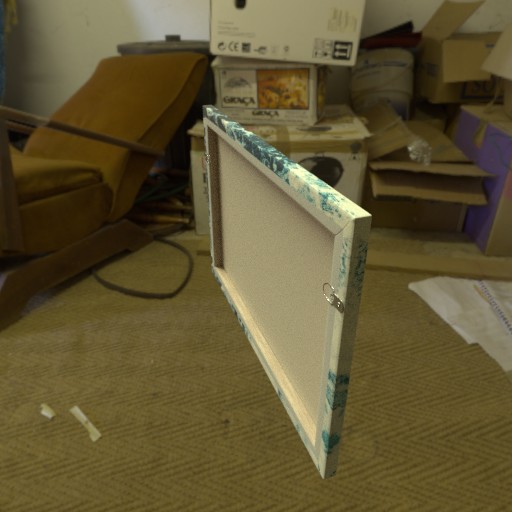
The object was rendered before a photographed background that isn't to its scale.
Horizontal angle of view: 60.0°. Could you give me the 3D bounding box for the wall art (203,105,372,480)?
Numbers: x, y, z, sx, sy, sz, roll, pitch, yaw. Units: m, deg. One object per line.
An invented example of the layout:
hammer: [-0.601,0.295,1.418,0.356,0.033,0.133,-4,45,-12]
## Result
wall art: [0.000,0.000,1.949,0.055,1.017,1.524,-10,31,-17]
